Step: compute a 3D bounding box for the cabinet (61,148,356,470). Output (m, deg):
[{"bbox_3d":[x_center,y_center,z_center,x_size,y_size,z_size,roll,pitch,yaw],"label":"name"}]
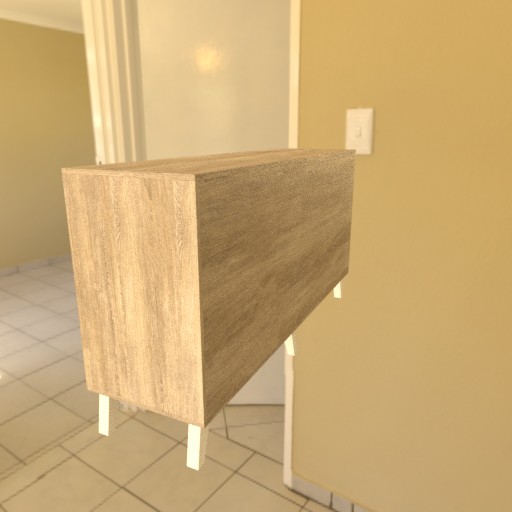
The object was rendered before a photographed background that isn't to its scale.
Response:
[{"bbox_3d":[0.000,0.000,1.971,0.450,0.870,1.600,8,17,25],"label":"cabinet"}]
